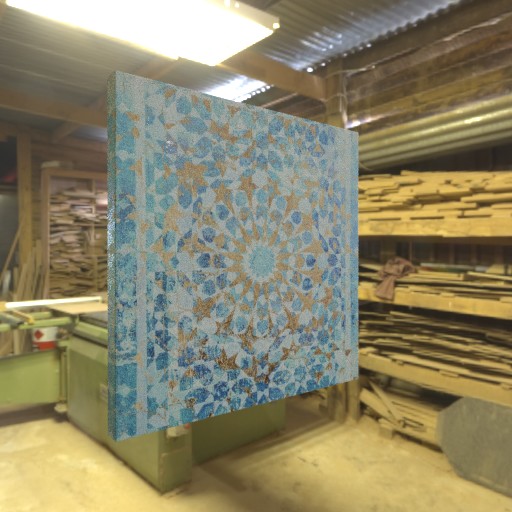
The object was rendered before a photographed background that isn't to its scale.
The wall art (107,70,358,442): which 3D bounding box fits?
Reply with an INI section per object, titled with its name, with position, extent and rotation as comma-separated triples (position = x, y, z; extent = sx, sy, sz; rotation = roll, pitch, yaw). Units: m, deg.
[wall art]
position = 0.000, 0.000, 0.925
extent = 0.609, 0.609, 0.040
rotation = 0, 0, -37
